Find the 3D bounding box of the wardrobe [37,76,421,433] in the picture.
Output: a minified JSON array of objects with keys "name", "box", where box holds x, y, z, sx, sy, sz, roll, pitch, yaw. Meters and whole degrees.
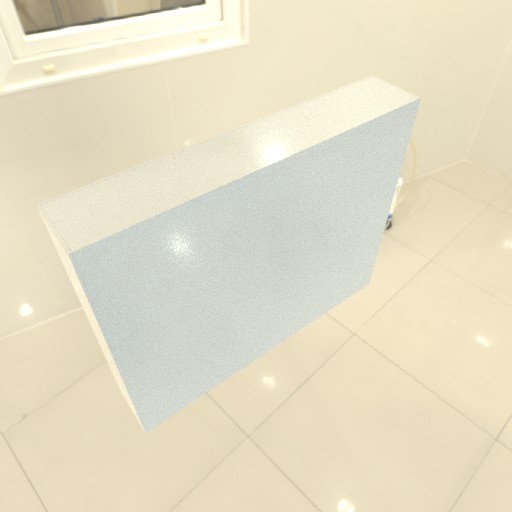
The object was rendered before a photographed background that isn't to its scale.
[{"name":"wardrobe","box":[0.000,0.000,4.042,3.000,2.360,0.580,-29,52,-25]}]
